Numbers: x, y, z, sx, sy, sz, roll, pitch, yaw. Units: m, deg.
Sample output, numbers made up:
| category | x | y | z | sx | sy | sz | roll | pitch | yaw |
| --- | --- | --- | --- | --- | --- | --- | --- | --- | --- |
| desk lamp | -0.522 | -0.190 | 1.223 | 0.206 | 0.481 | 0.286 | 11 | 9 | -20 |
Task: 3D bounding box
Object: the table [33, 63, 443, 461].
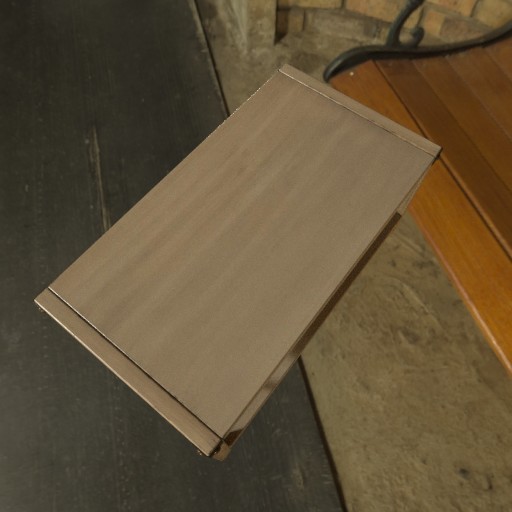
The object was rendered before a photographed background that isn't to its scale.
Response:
| category | x | y | z | sx | sy | sz | roll | pitch | yaw |
| --- | --- | --- | --- | --- | --- | --- | --- | --- | --- |
| table | 0.000 | 0.000 | 1.338 | 0.559 | 0.456 | 1.016 | 35 | 69 | 16 |
